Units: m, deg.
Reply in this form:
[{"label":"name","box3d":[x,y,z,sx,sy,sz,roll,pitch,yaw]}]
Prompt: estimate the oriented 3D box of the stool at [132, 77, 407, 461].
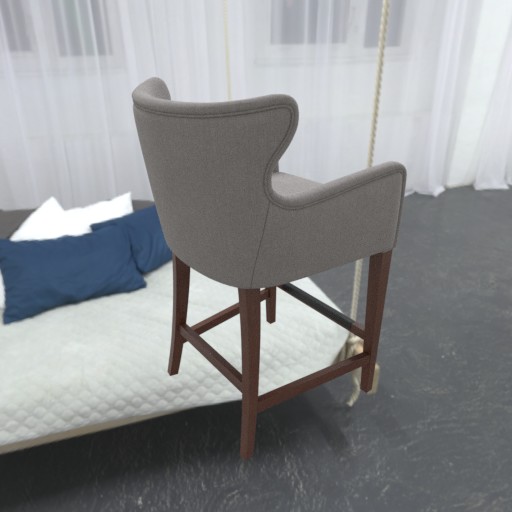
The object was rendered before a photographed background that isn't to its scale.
[{"label":"stool","box3d":[0.000,0.000,1.289,0.575,0.951,0.575,-19,32,-33]}]
